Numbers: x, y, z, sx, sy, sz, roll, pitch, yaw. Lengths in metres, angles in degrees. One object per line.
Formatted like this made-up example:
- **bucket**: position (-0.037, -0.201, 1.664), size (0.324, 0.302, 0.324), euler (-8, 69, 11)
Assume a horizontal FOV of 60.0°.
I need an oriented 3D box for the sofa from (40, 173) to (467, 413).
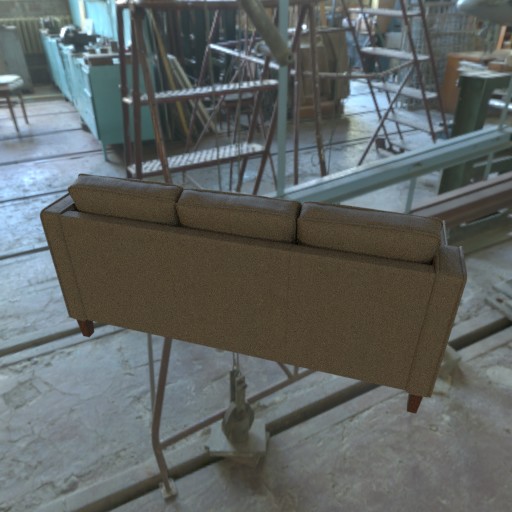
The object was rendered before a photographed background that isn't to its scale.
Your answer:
- **sofa**: position (0.000, 0.000, 2.497), size (1.986, 0.974, 0.911), euler (9, 33, 15)
